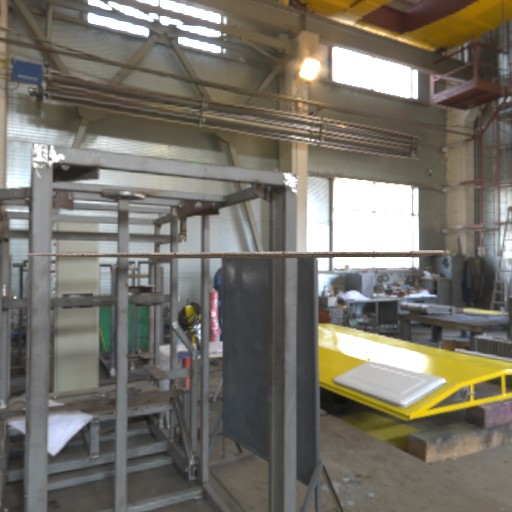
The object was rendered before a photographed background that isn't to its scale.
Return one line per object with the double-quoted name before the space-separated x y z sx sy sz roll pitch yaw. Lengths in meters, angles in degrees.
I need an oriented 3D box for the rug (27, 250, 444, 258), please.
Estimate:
"rug" 0.000 0.000 4.061 2.959 0.016 2.317 0 -1 17
